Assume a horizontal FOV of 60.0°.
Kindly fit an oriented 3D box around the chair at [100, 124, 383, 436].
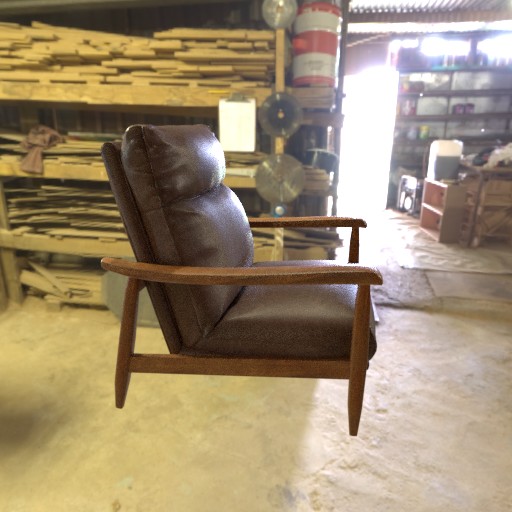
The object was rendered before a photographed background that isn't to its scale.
[{"bbox_3d":[0.000,0.000,1.573,0.830,0.897,0.782,3,17,10],"label":"chair"}]
